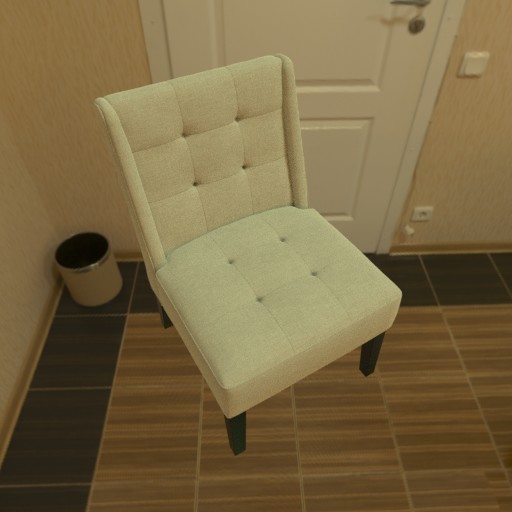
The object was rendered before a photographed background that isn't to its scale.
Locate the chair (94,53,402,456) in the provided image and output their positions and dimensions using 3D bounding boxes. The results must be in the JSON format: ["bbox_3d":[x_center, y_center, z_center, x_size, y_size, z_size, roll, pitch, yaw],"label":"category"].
[{"bbox_3d":[0.000,0.000,1.295,0.569,0.853,0.676,-23,51,-21],"label":"chair"}]
